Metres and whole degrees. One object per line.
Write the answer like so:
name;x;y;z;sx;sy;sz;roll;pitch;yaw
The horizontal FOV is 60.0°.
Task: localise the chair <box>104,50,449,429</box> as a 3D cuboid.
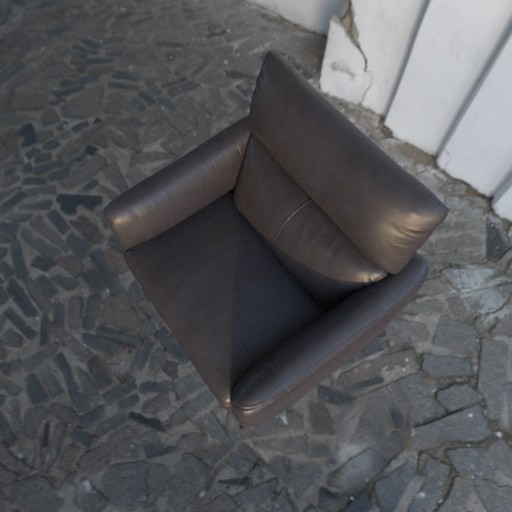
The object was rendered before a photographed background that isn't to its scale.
chair;0.000;0.000;1.651;0.809;0.949;0.976;-33;68;-15
